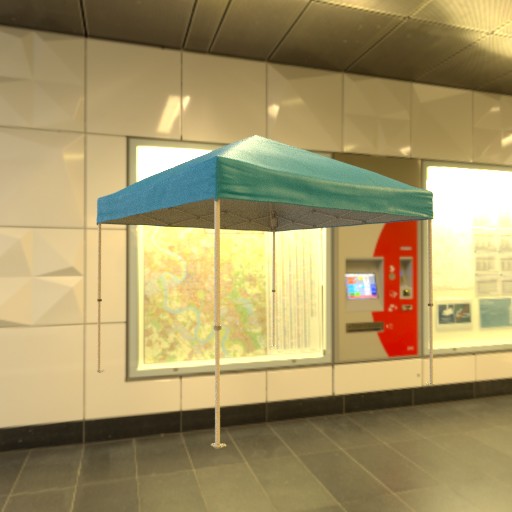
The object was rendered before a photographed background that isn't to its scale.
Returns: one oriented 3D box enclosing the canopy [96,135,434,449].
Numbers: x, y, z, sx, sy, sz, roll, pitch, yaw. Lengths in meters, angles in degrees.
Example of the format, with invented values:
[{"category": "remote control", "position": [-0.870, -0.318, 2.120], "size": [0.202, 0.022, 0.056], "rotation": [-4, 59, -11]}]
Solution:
[{"category": "canopy", "position": [0.000, 0.000, 5.480], "size": [2.998, 2.997, 2.996], "rotation": [0, -1, -37]}]
